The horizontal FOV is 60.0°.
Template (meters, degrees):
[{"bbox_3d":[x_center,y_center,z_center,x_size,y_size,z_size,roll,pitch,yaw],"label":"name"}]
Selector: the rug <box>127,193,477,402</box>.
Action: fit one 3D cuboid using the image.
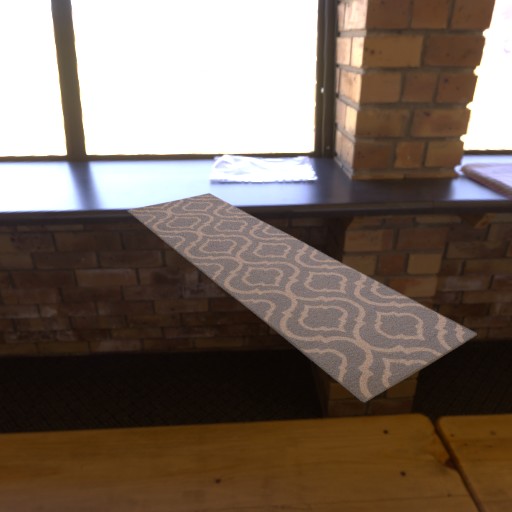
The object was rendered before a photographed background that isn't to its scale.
[{"bbox_3d":[0.000,0.000,2.514,0.684,0.009,2.275,-17,31,-31],"label":"rug"}]
